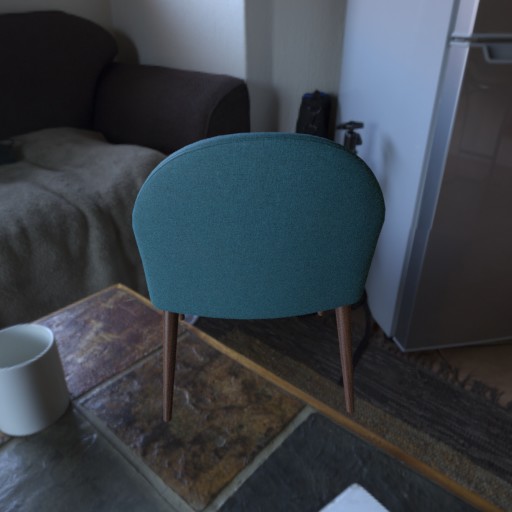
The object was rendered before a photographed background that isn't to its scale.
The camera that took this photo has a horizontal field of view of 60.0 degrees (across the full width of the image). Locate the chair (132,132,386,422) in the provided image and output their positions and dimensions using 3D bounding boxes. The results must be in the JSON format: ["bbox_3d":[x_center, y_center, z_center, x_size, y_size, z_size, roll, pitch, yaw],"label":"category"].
[{"bbox_3d":[0.000,0.000,1.369,0.656,0.907,0.652,-2,30,-3],"label":"chair"}]
